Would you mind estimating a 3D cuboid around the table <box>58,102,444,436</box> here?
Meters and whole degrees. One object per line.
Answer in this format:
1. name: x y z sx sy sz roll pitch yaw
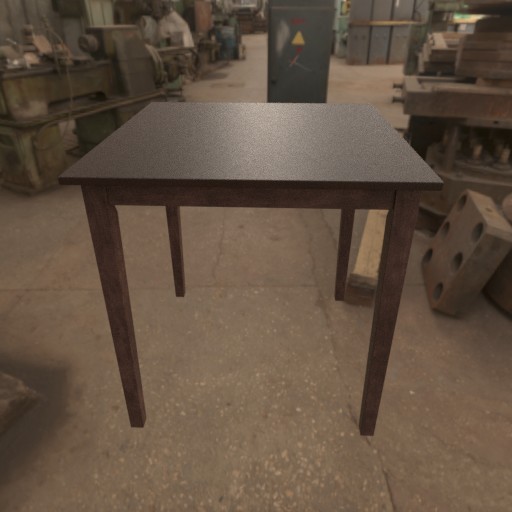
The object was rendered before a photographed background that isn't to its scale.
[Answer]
1. table: 0.000 0.000 1.373 0.749 0.770 0.749 1 30 2
